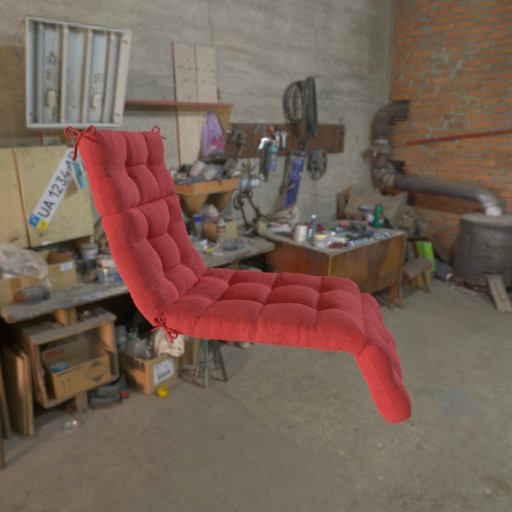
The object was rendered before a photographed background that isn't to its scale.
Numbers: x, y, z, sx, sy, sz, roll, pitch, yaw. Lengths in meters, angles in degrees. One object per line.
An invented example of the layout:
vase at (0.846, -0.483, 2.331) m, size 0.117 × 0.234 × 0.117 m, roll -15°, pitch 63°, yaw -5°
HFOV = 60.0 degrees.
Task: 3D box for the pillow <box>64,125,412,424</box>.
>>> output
pillow at (0.000, 0.000, 1.502) m, size 1.016 × 0.863 × 0.526 m, roll 3°, pitch 15°, yaw 10°
